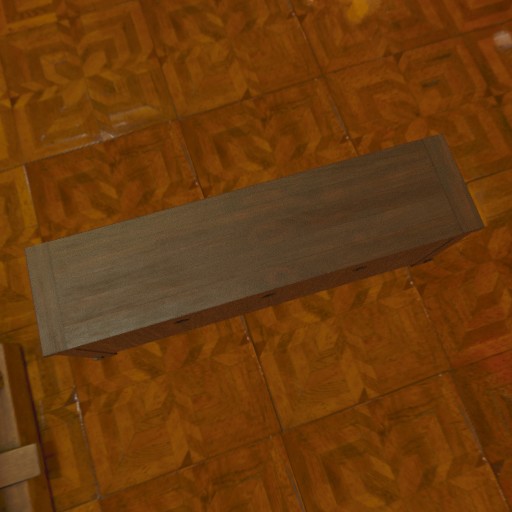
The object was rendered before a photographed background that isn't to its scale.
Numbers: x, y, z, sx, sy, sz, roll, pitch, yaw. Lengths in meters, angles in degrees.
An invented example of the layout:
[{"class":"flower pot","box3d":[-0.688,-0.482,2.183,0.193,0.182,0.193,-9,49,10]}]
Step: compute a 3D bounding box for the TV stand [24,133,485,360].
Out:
[{"class":"TV stand","box3d":[0.000,0.000,2.138,1.866,0.615,0.471,-16,76,-4]}]
